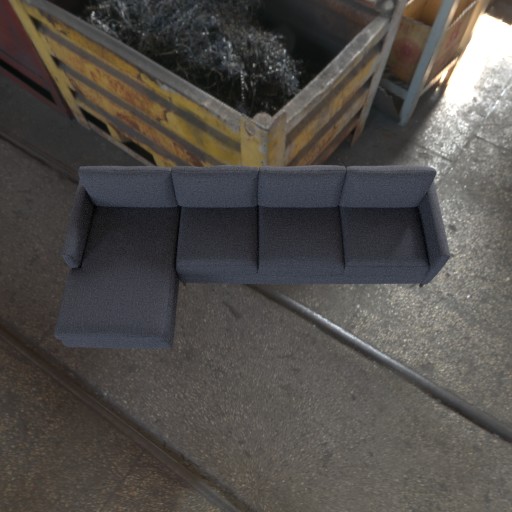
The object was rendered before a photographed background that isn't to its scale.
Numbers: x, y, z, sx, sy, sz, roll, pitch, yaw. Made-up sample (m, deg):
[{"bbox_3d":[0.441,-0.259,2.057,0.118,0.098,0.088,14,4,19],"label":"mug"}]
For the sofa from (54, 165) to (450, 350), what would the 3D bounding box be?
[{"bbox_3d":[0.000,0.000,2.911,2.445,0.673,1.125,0,62,0],"label":"sofa"}]
